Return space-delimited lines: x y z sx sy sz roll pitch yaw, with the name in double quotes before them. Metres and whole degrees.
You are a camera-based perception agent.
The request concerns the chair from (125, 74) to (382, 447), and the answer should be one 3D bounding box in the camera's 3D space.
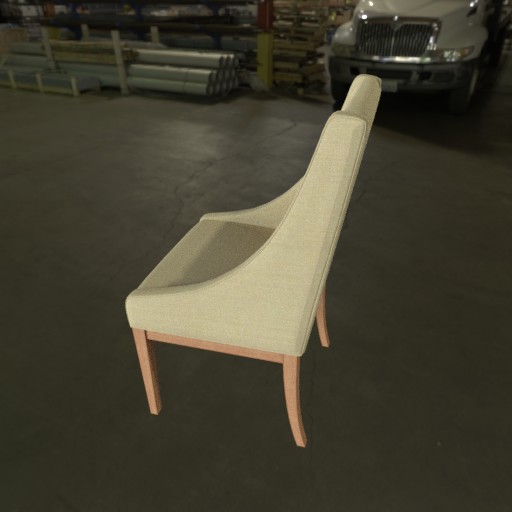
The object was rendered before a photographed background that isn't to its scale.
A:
"chair" 0.000 0.000 1.390 0.611 1.021 0.575 9 32 14
